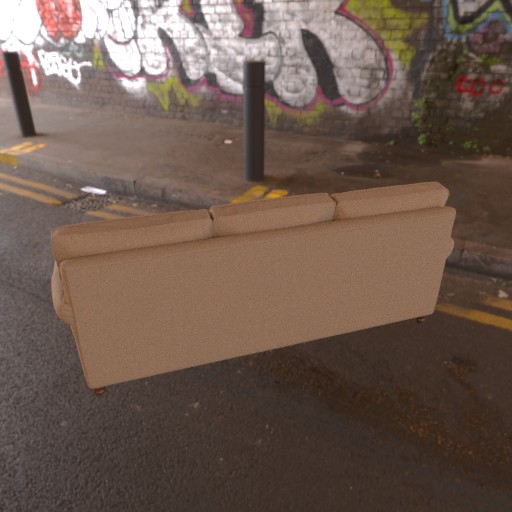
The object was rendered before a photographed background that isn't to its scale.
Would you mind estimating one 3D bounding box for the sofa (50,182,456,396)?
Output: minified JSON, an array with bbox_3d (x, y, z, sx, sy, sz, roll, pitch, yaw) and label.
[{"bbox_3d":[0.000,0.000,2.819,2.354,0.948,0.966,-9,28,-17],"label":"sofa"}]
